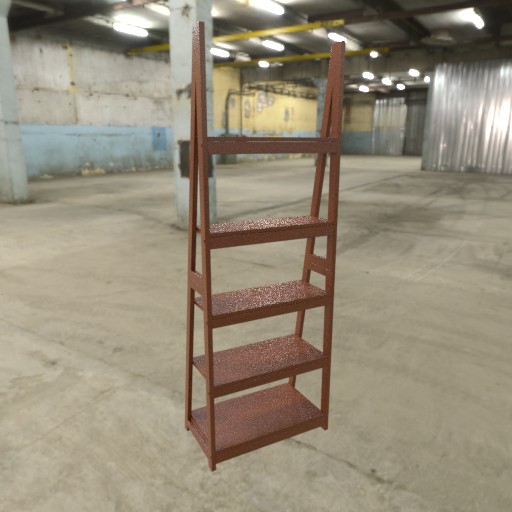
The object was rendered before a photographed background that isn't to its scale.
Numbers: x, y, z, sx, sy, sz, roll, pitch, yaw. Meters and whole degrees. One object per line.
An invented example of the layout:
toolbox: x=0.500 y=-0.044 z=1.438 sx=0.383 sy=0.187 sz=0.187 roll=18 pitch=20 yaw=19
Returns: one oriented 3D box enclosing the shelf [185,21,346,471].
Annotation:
shelf: x=0.000 y=0.000 z=2.000 sx=0.630 sy=1.780 sz=0.356 roll=-8 pitch=16 yaw=-27
